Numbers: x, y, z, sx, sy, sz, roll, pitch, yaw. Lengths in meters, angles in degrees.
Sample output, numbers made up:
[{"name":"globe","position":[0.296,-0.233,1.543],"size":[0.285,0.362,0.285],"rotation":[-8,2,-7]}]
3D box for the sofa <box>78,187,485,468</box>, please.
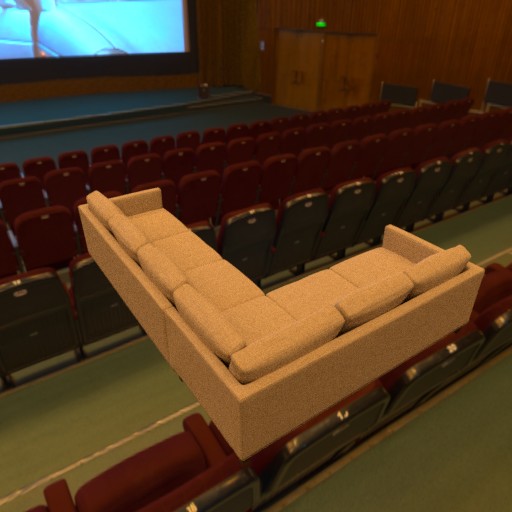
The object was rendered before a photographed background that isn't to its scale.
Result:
[{"name":"sofa","position":[0.000,0.000,4.310],"size":[2.432,0.863,3.182],"rotation":[-20,36,-29]}]
